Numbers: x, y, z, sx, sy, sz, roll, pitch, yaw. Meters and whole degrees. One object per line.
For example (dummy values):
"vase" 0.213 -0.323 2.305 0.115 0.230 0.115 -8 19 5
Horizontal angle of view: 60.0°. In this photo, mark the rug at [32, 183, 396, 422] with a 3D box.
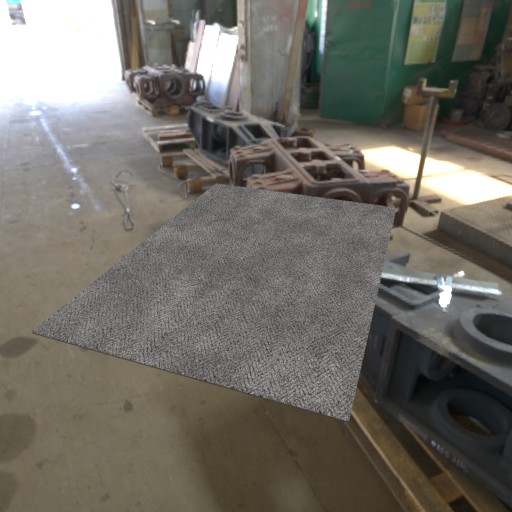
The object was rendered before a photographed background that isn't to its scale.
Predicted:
"rug" 0.000 0.000 2.910 1.600 0.008 2.235 10 32 17
